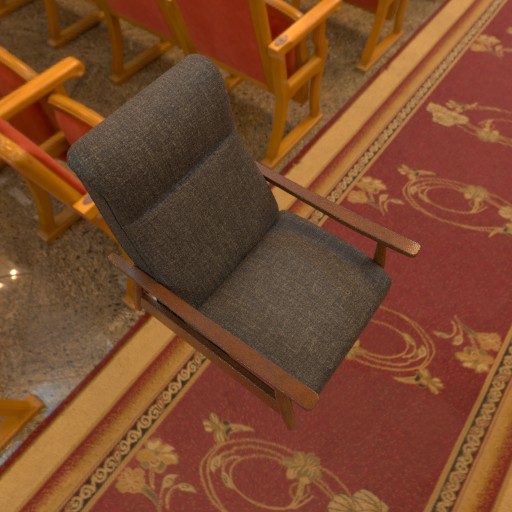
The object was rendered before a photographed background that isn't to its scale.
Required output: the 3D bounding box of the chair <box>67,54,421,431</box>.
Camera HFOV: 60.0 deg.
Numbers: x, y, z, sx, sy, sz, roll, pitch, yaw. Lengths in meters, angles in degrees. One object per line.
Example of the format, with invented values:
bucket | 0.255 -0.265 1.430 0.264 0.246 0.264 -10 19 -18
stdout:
chair | 0.000 0.000 1.759 1.014 1.082 0.762 34 66 17
